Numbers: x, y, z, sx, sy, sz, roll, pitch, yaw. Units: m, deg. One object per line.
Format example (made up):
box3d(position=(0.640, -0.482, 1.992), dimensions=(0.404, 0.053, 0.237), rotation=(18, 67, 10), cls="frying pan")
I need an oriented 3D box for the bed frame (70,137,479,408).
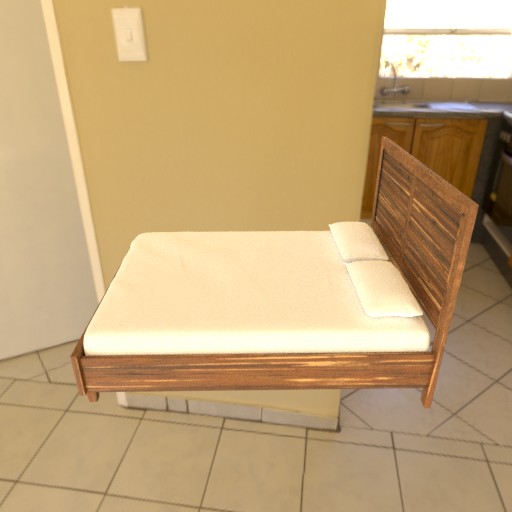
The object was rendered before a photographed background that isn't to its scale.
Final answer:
box3d(position=(0.000, 0.000, 3.342), dimensions=(2.276, 1.417, 1.696), rotation=(0, 27, -1), cls="bed frame")
